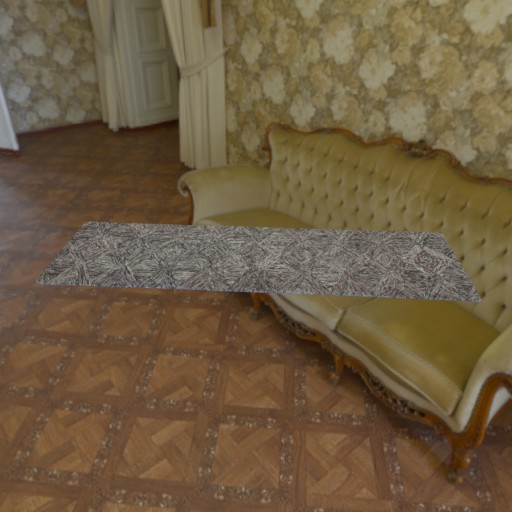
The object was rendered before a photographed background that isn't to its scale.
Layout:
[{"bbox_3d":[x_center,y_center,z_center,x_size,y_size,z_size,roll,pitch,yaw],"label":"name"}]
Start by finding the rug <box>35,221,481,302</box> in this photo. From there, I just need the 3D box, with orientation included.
[{"bbox_3d":[0.000,0.000,2.564,2.305,0.013,0.719,2,32,3],"label":"rug"}]
